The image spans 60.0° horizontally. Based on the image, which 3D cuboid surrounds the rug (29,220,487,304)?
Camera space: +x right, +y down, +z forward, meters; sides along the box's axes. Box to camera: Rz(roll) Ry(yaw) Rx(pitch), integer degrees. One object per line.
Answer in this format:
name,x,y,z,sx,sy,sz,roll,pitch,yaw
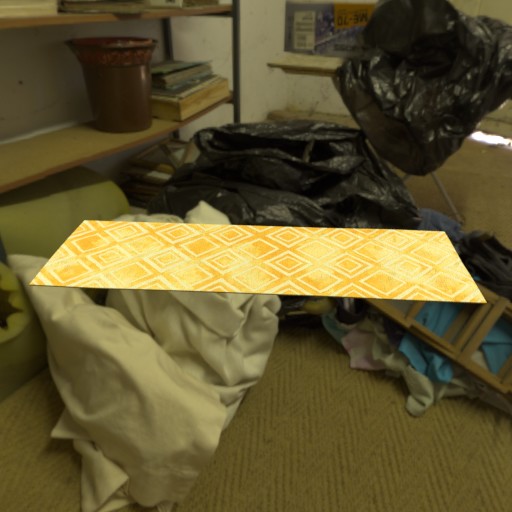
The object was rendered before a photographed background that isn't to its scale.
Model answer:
rug,0.000,0.000,2.668,2.438,0.010,0.775,2,32,3
